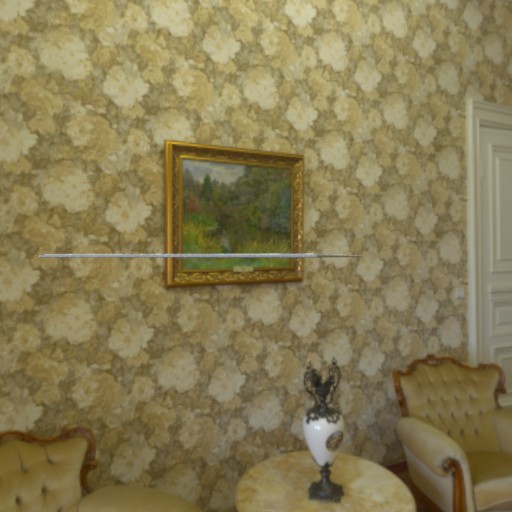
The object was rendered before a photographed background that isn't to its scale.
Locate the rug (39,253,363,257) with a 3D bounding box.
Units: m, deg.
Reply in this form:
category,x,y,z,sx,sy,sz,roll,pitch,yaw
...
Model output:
category,x,y,z,sx,sy,sz,roll,pitch,yaw
rug,0.000,0.000,1.444,0.604,0.007,1.219,0,0,17
